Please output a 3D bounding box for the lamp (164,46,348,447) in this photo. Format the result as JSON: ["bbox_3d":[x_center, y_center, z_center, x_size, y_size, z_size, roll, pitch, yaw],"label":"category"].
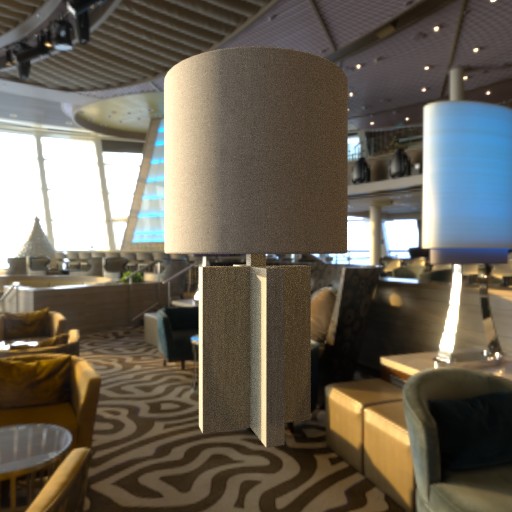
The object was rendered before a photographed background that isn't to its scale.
[{"bbox_3d":[0.000,0.000,0.565,0.229,0.428,0.229,0,1,-18],"label":"lamp"}]
